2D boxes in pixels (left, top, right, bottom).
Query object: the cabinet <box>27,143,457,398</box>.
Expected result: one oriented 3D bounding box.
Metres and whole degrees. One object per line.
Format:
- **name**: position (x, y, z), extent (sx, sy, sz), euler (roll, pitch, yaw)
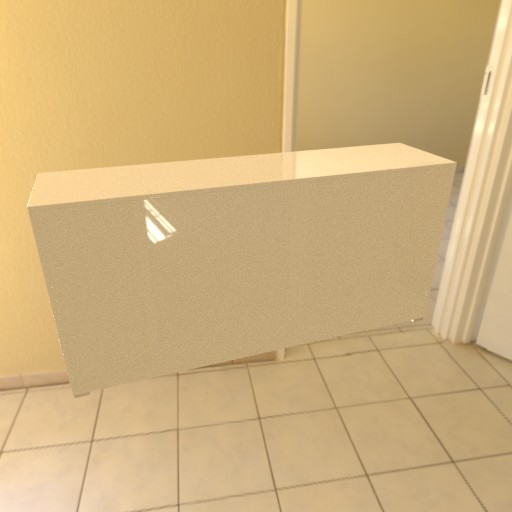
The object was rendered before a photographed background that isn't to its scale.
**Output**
- **cabinet**: position (0.000, 0.000, 1.971), extent (1.650, 0.800, 0.400), euler (-9, 28, -17)
